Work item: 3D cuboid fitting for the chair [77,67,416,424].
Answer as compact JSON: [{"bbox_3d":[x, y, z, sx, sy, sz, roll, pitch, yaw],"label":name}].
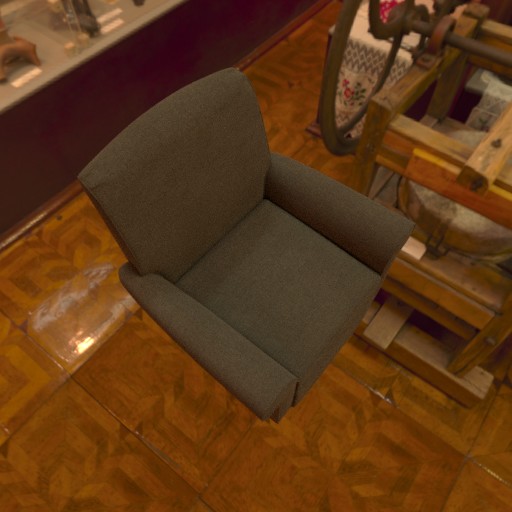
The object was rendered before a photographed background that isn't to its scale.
[{"bbox_3d":[0.000,0.000,1.793,0.905,1.061,0.978,35,64,20],"label":"chair"}]
